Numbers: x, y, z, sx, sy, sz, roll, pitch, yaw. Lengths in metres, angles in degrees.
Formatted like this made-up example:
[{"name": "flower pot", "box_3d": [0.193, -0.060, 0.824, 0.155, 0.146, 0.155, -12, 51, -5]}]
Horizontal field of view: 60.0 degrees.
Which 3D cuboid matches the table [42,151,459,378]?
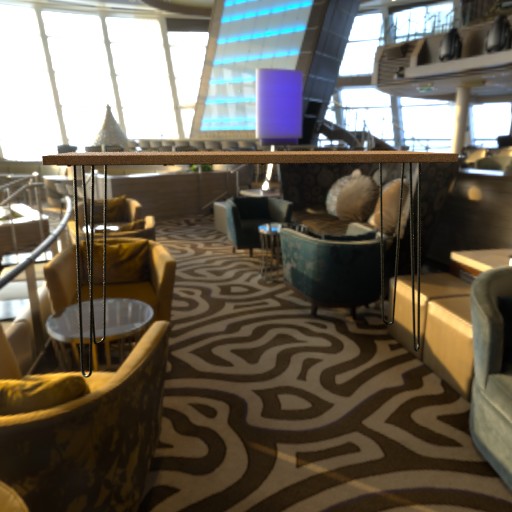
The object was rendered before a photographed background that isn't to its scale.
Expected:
[{"name": "table", "box_3d": [0.000, 0.000, 1.761, 1.400, 0.799, 0.399, -2, 15, -9]}]
